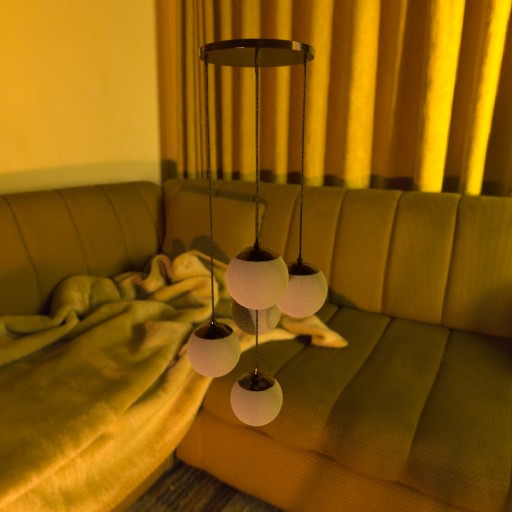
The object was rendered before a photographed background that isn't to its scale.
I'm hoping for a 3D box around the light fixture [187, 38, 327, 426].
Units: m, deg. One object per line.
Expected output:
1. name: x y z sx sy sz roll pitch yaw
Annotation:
1. light fixture: 0.000 0.000 1.491 0.484 1.271 0.489 2 15 9
